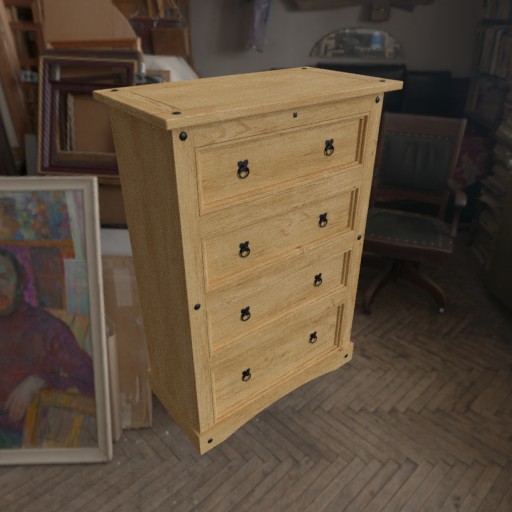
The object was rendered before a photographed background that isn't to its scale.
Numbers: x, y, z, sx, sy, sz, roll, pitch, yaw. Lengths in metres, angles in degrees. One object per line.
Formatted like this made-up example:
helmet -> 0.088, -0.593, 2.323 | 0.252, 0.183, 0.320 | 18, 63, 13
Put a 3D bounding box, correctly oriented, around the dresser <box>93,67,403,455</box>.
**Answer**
dresser -> 0.000, 0.000, 1.780 | 0.915, 1.300, 0.485 | -21, 36, -32
